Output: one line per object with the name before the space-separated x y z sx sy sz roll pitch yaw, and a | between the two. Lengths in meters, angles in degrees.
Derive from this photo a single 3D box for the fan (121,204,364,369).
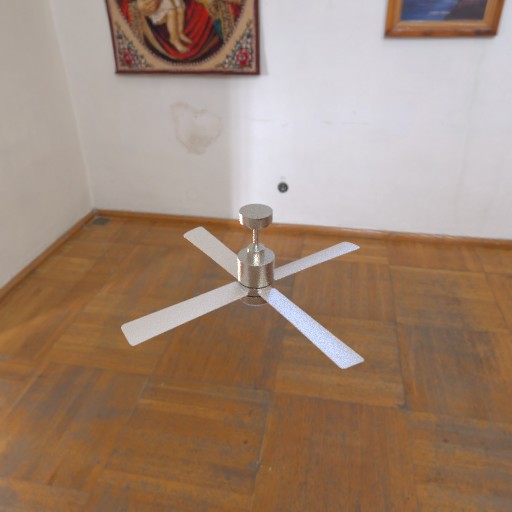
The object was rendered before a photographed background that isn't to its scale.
fan | 0.000 0.000 2.396 1.525 0.539 1.525 -20 37 -29
